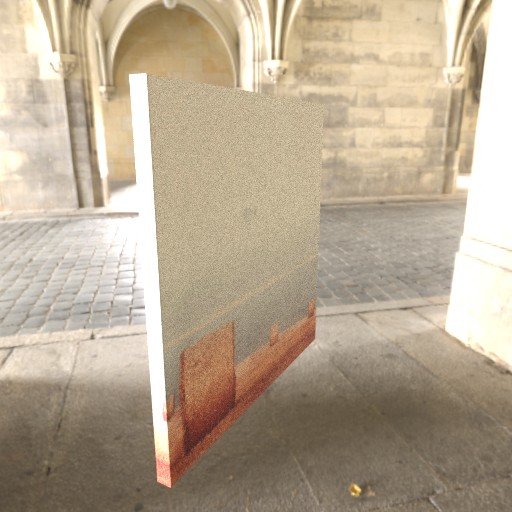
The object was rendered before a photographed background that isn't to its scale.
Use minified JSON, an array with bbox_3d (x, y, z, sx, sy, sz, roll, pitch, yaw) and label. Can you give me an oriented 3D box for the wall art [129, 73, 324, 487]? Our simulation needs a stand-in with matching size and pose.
[{"bbox_3d":[0.000,0.000,1.103,0.042,0.760,0.760,8,17,28],"label":"wall art"}]
